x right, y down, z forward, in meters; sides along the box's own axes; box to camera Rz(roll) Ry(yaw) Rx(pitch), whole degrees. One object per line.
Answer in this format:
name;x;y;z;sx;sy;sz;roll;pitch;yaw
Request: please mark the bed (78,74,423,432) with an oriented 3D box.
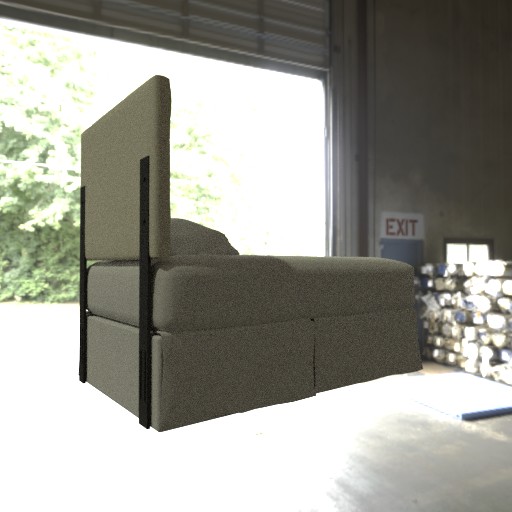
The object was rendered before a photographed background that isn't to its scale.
bed;0.000;0.000;2.964;1.997;1.571;1.261;1;-1;-37
